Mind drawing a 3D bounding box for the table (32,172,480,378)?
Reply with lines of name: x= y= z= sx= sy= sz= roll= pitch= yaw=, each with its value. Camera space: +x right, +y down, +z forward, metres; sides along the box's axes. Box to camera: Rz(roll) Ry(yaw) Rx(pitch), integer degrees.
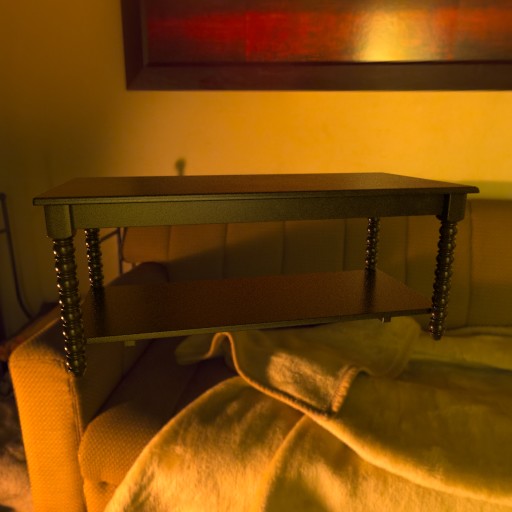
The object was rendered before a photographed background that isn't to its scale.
table: x=0.000 y=0.000 z=1.459 sx=1.171 sy=0.487 sz=0.580 roll=-3 pitch=15 yaw=-12
